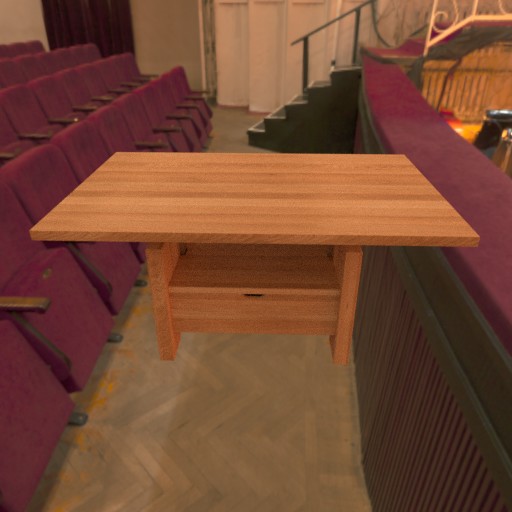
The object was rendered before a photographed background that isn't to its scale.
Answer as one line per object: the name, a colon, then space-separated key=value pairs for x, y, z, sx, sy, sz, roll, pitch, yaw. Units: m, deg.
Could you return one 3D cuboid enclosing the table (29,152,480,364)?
table: x=0.000 y=0.000 z=1.509 sx=1.100 sy=0.510 sz=0.700 roll=1 pitch=29 yaw=2
